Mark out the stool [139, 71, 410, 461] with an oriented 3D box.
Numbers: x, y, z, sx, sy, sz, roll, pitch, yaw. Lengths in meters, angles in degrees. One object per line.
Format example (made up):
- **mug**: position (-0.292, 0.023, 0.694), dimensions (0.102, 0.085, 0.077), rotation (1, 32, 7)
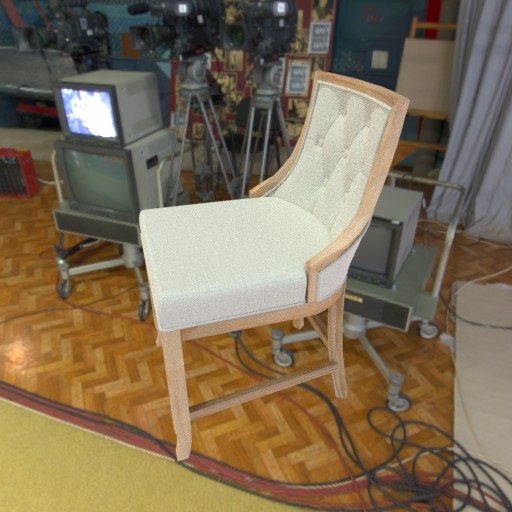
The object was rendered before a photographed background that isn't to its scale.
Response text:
- **stool**: position (0.000, 0.000, 1.303), dimensions (0.626, 0.938, 0.524), rotation (-9, 32, -15)
